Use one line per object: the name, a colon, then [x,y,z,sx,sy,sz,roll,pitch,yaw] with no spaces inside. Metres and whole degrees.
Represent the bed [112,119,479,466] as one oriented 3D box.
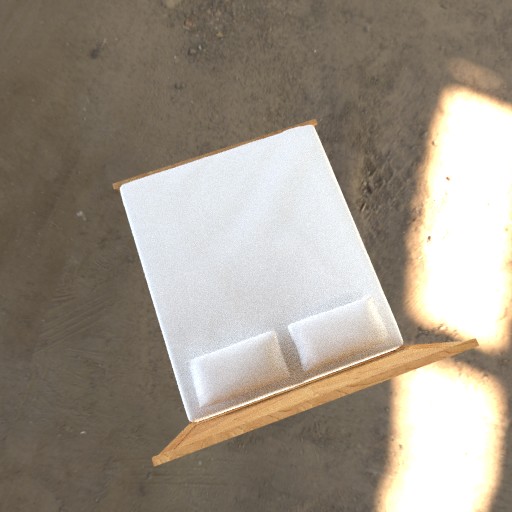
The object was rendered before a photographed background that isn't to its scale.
bed: [0.000,0.000,4.042,2.225,1.938,2.530,-19,78,-4]
